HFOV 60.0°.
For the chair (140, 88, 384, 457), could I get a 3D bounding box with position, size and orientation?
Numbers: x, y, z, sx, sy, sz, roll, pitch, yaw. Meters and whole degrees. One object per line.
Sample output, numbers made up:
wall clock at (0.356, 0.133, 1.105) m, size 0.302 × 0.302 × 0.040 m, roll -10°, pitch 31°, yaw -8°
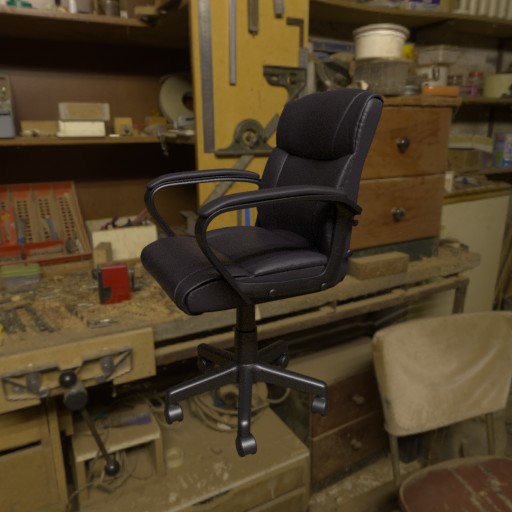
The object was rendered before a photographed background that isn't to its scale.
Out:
chair at (0.000, 0.000, 1.391) m, size 0.641 × 0.998 × 0.576 m, roll -8°, pitch 18°, yaw -25°
